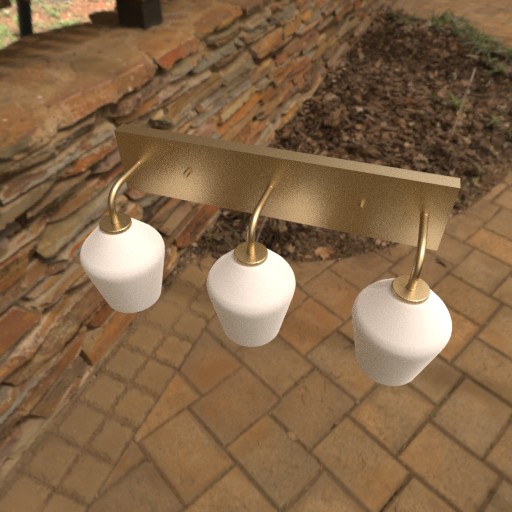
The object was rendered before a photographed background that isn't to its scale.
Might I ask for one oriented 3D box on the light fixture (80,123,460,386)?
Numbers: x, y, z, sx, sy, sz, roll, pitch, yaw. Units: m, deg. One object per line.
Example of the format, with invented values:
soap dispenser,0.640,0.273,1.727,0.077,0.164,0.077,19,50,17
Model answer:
light fixture,0.000,0.000,0.703,0.609,0.280,0.190,13,44,14
